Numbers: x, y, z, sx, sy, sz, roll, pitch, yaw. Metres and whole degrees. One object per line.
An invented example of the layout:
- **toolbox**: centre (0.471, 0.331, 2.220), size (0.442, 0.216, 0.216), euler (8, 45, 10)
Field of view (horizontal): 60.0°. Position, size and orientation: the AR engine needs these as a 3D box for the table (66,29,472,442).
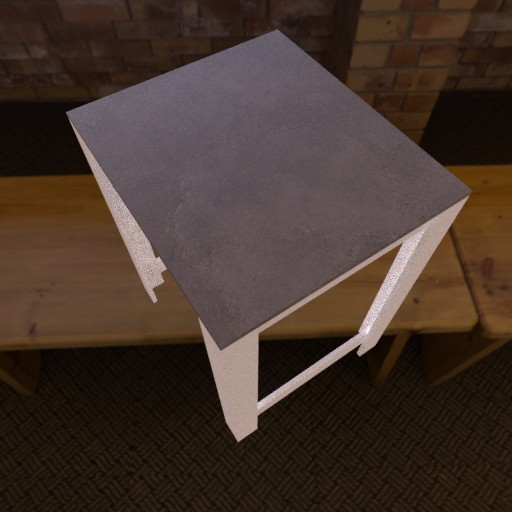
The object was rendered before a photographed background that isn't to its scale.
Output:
- **table**: centre (0.000, 0.000, 1.556), size (0.700, 1.020, 0.800), euler (-30, 62, -17)
